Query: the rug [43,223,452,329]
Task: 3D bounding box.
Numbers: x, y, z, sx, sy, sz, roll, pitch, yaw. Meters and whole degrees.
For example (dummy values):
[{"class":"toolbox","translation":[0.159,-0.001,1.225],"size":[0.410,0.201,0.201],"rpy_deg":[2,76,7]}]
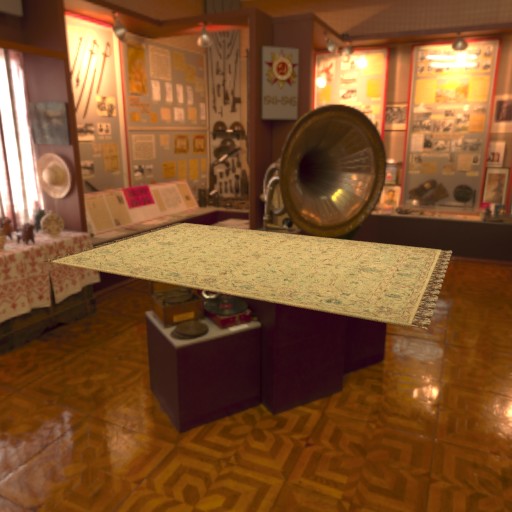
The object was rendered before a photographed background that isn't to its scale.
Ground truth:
[{"class":"rug","translation":[0.000,0.000,3.099],"size":[2.435,0.010,1.544],"rpy_deg":[8,17,26]}]
